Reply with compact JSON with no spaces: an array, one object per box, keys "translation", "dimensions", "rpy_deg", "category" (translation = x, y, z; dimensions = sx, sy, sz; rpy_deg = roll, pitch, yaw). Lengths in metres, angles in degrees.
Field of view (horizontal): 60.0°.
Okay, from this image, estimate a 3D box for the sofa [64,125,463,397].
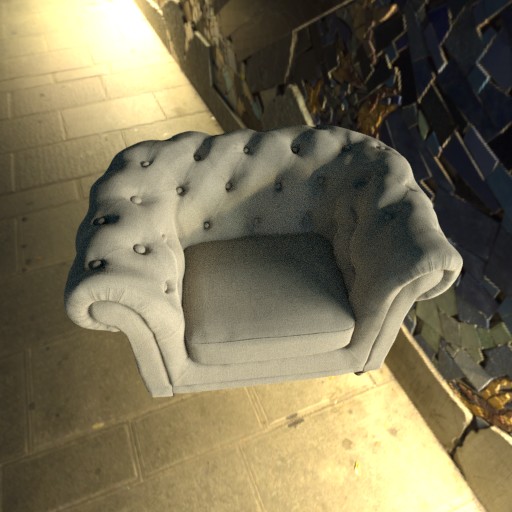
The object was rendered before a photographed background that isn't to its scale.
[{"translation":[0.000,0.000,2.049],"dimensions":[1.405,0.878,1.034],"rpy_deg":[-5,47,-5],"category":"sofa"}]
